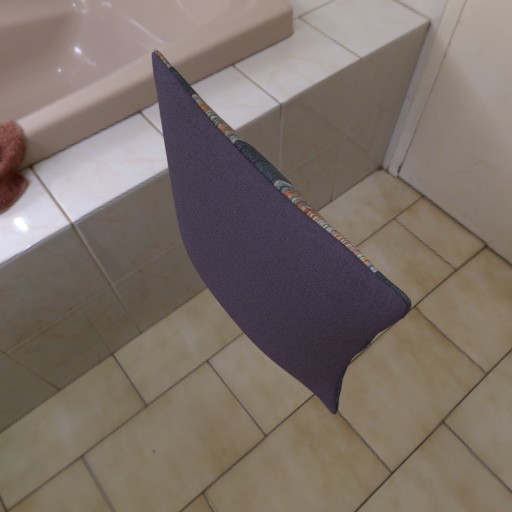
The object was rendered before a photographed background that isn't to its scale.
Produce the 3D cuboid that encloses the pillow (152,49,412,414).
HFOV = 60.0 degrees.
[{"bbox_3d":[0.000,0.000,0.632,0.136,0.419,0.437,-32,64,-18],"label":"pillow"}]
